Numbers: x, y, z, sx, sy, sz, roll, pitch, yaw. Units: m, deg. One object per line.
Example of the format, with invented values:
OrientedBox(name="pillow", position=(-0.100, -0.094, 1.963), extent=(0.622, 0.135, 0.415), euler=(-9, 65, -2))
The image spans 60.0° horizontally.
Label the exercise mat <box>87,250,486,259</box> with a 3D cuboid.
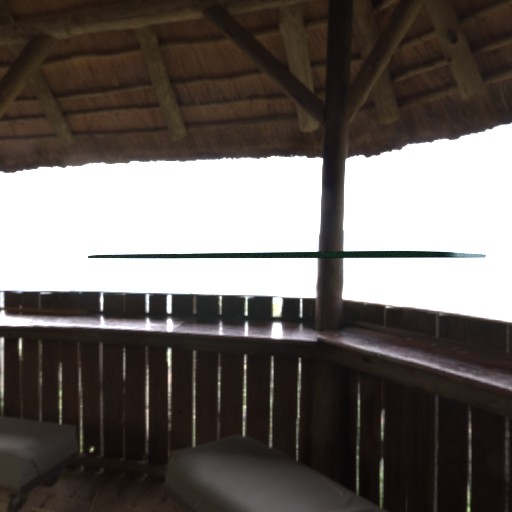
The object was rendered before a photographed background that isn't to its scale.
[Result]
OrientedBox(name="exercise mat", position=(0.000, 0.000, 2.077), extent=(1.869, 0.021, 0.616), euler=(0, -1, 37))
